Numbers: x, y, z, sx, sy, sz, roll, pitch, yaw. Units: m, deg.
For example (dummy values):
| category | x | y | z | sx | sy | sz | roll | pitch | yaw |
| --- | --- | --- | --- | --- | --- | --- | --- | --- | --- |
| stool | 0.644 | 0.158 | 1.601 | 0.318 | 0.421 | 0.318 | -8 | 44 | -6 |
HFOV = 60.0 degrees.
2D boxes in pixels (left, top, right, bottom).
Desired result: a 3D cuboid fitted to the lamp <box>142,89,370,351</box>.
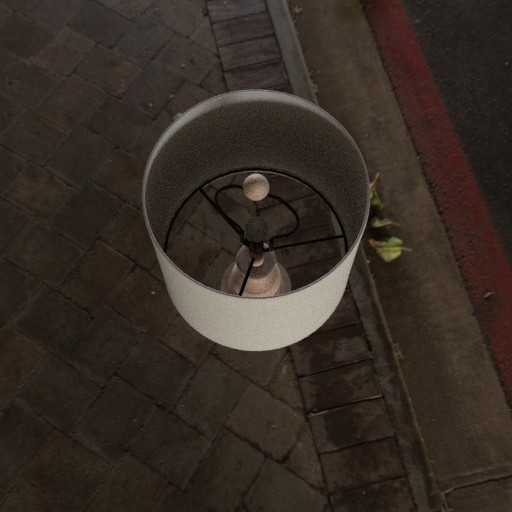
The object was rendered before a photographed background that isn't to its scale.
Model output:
| category | x | y | z | sx | sy | sz | roll | pitch | yaw |
| --- | --- | --- | --- | --- | --- | --- | --- | --- | --- |
| lamp | 0.000 | 0.000 | 0.649 | 0.273 | 0.497 | 0.273 | 0 | 74 | 0 |
